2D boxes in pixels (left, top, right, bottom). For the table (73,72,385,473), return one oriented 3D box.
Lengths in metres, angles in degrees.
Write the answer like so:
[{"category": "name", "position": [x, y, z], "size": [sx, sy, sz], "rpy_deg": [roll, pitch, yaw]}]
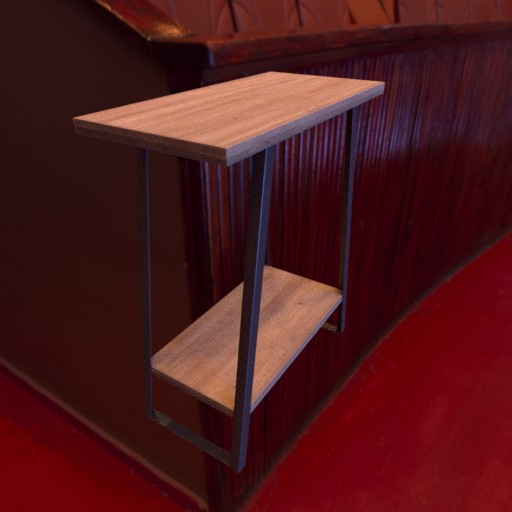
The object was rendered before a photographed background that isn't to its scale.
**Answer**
[{"category": "table", "position": [0.000, 0.000, 1.019], "size": [0.300, 0.701, 0.599], "rpy_deg": [18, 35, 28]}]
